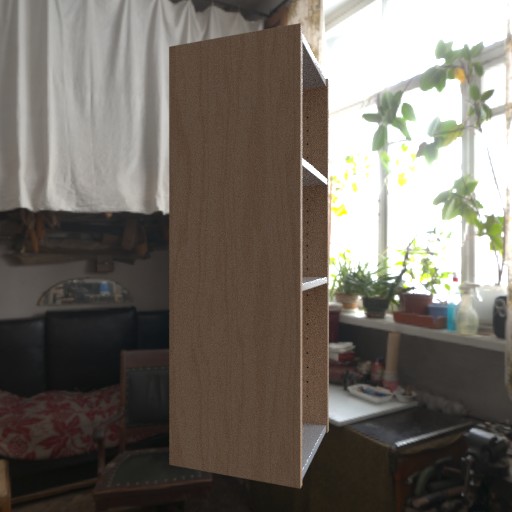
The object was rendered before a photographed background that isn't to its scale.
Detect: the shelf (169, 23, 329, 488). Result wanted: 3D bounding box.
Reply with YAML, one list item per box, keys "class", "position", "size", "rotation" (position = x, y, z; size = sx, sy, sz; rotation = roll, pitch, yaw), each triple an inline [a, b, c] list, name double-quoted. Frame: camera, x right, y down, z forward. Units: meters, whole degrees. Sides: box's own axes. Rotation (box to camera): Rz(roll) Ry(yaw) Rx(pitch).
- class: "shelf"
  position: [0.000, 0.000, 1.046]
  size: [0.290, 0.900, 0.300]
  rotation: [0, 0, 20]
